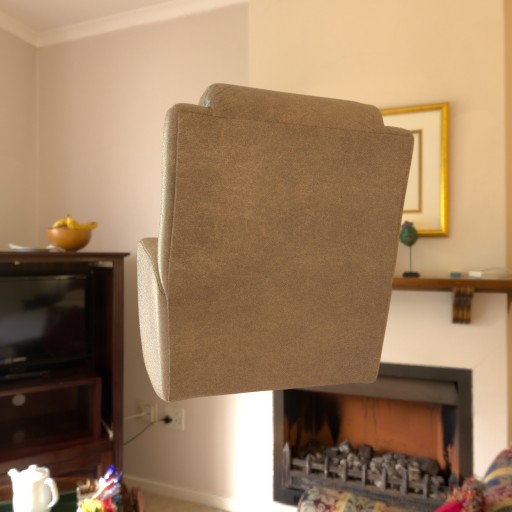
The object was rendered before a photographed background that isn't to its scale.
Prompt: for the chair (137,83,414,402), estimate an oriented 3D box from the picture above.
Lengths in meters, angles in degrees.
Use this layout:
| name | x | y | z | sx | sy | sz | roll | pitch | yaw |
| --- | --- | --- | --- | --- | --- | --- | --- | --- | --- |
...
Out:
| name | x | y | z | sx | sy | sz | roll | pitch | yaw |
| --- | --- | --- | --- | --- | --- | --- | --- | --- | --- |
| chair | 0.000 | 0.000 | 1.943 | 0.965 | 1.116 | 1.068 | 0 | -1 | -18 |
